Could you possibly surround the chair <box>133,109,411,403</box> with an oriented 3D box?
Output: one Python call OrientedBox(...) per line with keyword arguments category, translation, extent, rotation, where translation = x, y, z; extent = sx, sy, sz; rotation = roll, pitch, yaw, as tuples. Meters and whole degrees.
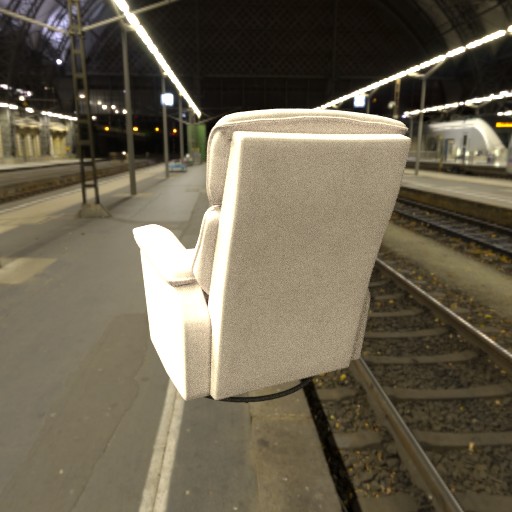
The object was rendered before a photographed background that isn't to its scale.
OrientedBox(category="chair", translation=(0.000, 0.000, 1.747), extent=(0.820, 1.039, 1.001), rotation=(-6, 15, -25))
